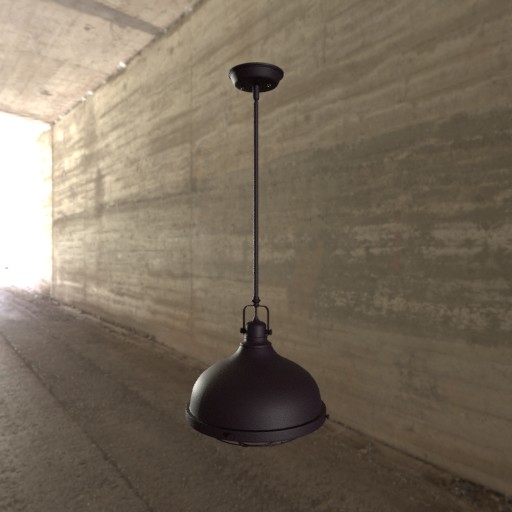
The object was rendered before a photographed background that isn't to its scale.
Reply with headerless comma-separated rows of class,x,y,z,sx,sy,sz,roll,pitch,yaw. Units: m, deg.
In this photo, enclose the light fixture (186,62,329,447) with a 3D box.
light fixture,0.000,0.000,1.037,0.341,0.849,0.341,0,0,17
